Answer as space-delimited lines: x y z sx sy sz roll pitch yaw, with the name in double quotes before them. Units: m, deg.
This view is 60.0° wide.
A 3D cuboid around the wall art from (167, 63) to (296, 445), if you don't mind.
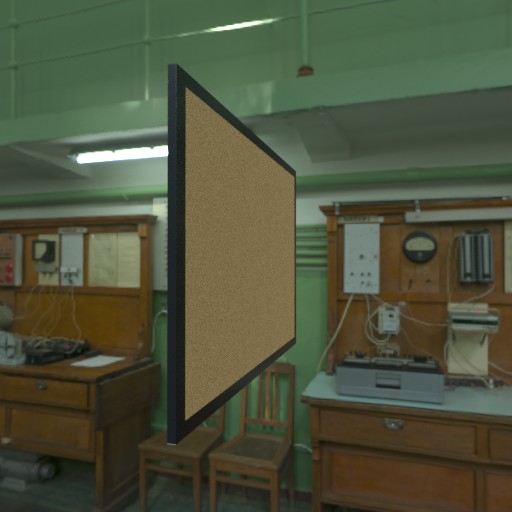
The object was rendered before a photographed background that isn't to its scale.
"wall art" 0.000 0.000 1.032 0.015 0.552 0.819 0 -1 17
